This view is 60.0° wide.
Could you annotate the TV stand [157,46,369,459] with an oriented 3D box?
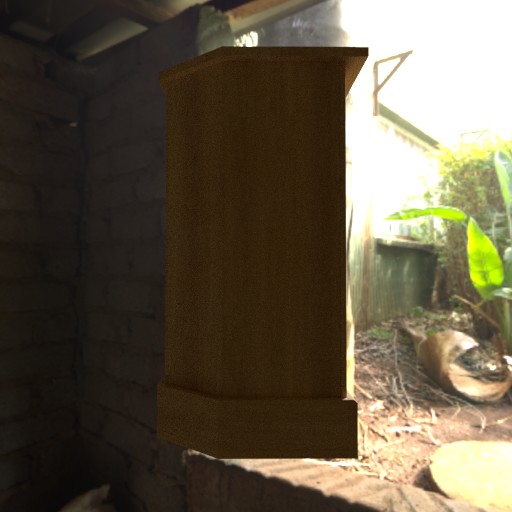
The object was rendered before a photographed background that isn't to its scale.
[{"bbox_3d":[0.000,0.000,1.260,0.425,0.781,0.851,0,-1,0],"label":"TV stand"}]
